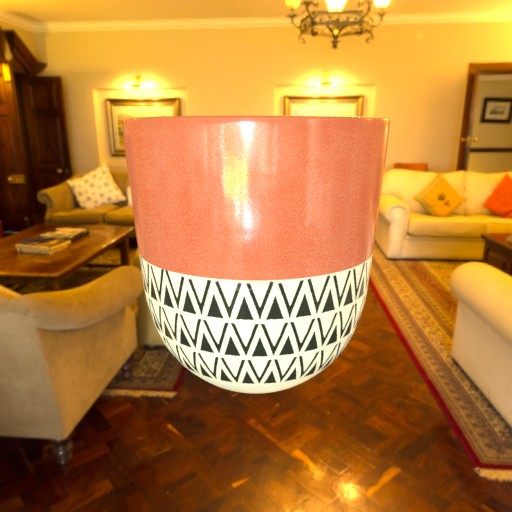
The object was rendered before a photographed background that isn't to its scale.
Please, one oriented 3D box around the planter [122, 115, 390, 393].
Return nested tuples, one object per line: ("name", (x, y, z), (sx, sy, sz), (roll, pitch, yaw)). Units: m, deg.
("planter", (0.000, 0.000, 0.364), (0.195, 0.214, 0.195), (0, 16, 0))
